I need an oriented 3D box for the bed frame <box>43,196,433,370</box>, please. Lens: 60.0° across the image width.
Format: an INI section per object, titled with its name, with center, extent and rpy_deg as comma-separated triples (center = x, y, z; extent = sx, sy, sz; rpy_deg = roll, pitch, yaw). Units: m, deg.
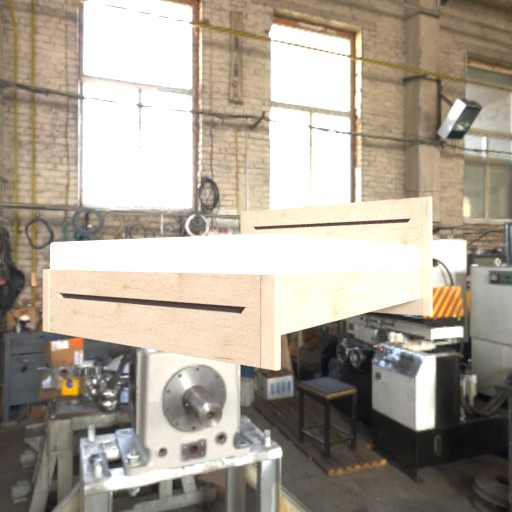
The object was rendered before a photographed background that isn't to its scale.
[bed frame]
center = 0.000, 0.000, 3.016
extent = 1.800, 0.900, 2.080
rpy_deg = 0, -1, 35
